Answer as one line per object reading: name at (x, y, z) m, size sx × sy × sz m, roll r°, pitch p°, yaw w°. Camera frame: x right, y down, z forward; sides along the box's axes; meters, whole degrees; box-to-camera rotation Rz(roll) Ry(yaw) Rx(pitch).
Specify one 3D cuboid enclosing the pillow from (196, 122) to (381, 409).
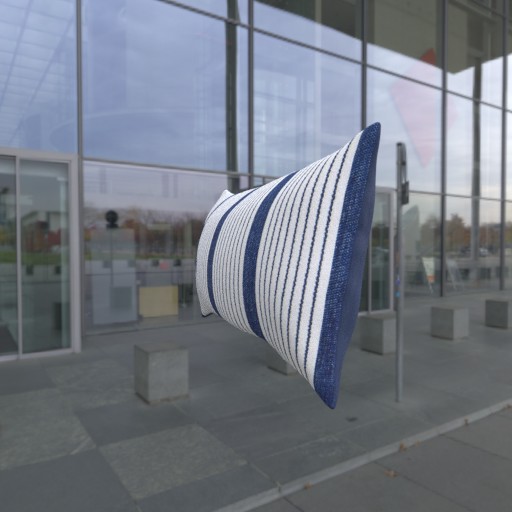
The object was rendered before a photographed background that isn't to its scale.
pillow at (0.000, 0.000, 0.726) m, size 0.156 × 0.292 × 0.608 m, roll 0°, pitch 1°, yaw -19°
